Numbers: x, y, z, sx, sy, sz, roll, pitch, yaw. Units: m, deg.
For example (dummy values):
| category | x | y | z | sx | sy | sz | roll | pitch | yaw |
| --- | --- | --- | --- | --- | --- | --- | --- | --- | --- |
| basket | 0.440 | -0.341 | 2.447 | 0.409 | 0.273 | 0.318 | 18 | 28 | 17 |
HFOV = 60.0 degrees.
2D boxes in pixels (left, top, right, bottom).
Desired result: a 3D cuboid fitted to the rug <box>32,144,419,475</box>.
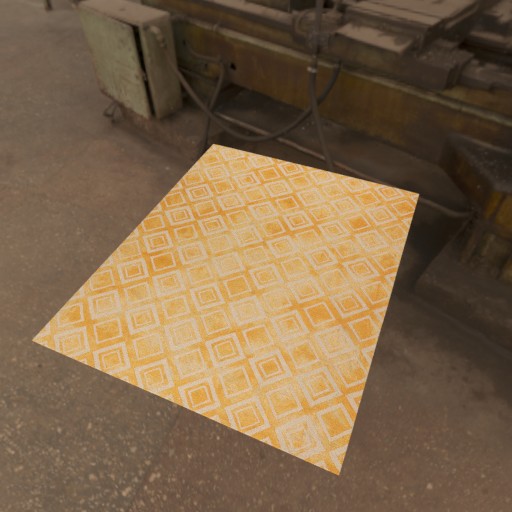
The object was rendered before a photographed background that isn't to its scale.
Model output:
| category | x | y | z | sx | sy | sz | roll | pitch | yaw |
| --- | --- | --- | --- | --- | --- | --- | --- | --- | --- |
| rug | 0.000 | 0.000 | 4.029 | 2.433 | 0.011 | 3.037 | 17 | 48 | 16 |
